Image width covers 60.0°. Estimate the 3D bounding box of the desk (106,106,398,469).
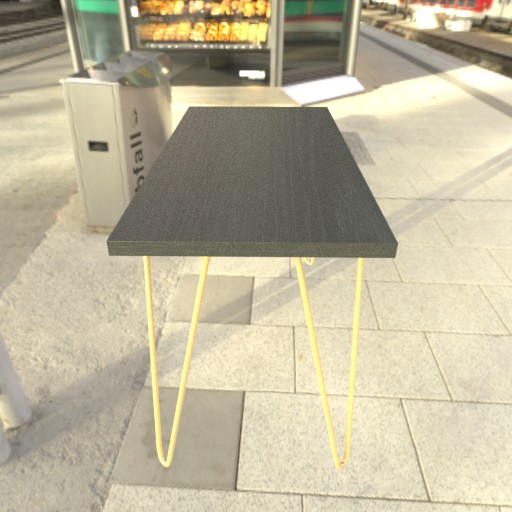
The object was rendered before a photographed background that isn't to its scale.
[{"bbox_3d":[0.000,0.000,1.351,0.499,0.660,0.991,0,31,1],"label":"desk"}]
